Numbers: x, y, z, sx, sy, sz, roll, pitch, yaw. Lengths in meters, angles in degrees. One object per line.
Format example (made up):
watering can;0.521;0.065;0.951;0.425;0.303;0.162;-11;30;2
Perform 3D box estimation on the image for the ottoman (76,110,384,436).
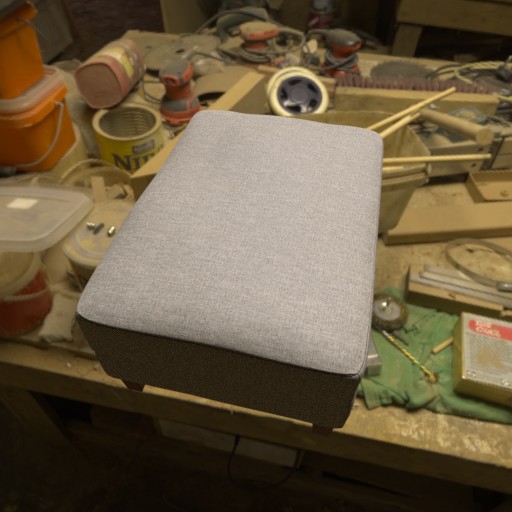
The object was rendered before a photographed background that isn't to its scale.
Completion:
ottoman;0.000;0.000;1.284;0.639;0.494;0.873;10;48;9
